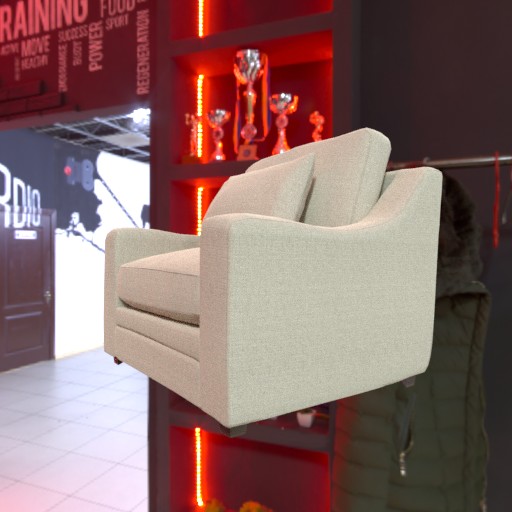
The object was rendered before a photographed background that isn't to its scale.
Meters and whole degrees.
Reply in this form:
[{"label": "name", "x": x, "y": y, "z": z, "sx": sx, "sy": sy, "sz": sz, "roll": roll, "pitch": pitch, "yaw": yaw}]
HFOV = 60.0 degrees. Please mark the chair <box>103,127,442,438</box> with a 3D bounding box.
[{"label": "chair", "x": 0.000, "y": 0.000, "z": 1.938, "sx": 1.009, "sy": 1.016, "sz": 1.178, "roll": 0, "pitch": 1, "yaw": -35}]
